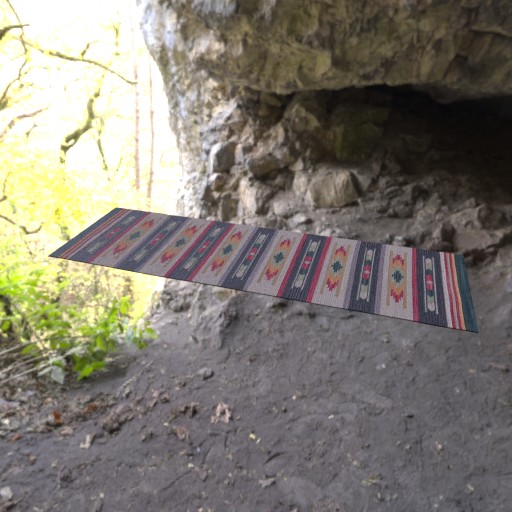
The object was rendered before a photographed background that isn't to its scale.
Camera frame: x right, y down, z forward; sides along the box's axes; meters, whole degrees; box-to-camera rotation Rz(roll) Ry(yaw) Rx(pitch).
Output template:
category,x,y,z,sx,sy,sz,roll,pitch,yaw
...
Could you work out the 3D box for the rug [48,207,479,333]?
category,x,y,z,sx,sy,sz,roll,pitch,yaw
rug,0.000,0.000,2.722,2.440,0.009,0.760,9,32,14
